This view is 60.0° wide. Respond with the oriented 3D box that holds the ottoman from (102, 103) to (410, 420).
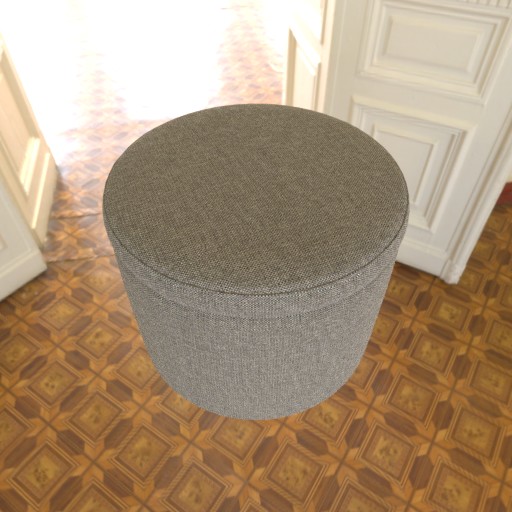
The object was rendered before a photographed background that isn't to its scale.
[{"bbox_3d":[0.000,0.000,0.896,0.520,0.430,0.520,0,47,0],"label":"ottoman"}]
